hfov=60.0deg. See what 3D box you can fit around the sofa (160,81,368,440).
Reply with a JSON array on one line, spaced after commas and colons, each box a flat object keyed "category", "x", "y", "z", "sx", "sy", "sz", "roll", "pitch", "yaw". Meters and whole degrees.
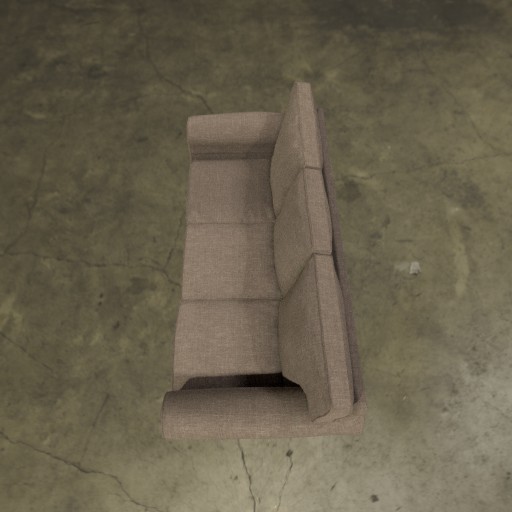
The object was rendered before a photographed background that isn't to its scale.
[{"category": "sofa", "x": 0.000, "y": 0.000, "z": 2.628, "sx": 0.916, "sy": 0.961, "sz": 2.084, "roll": -1, "pitch": 58, "yaw": -1}]
